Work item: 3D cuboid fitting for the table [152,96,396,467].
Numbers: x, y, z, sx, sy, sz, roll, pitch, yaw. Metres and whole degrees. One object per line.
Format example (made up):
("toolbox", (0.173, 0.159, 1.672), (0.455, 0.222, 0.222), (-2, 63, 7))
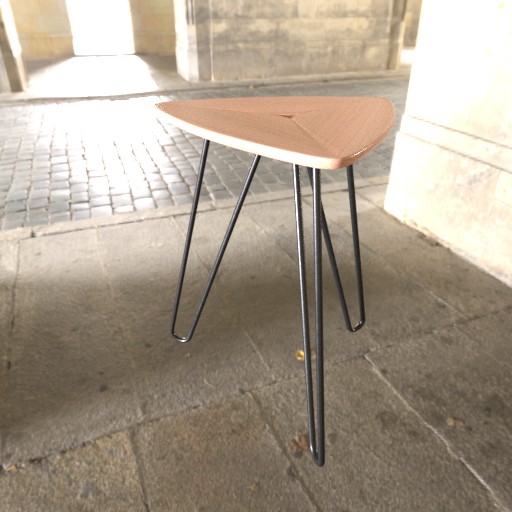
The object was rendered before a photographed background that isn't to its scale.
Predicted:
("table", (0.000, 0.000, 0.892), (0.455, 0.564, 0.442), (11, 31, 19))
